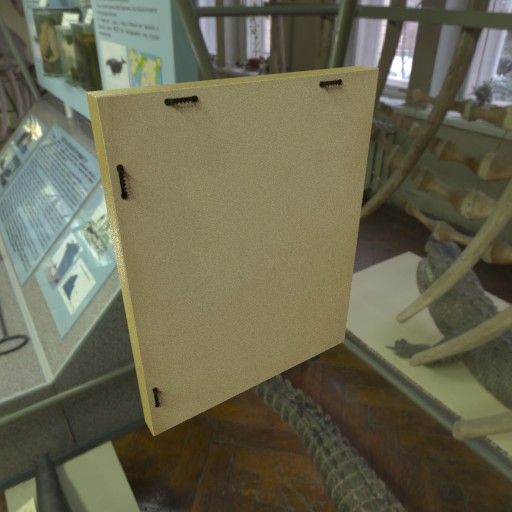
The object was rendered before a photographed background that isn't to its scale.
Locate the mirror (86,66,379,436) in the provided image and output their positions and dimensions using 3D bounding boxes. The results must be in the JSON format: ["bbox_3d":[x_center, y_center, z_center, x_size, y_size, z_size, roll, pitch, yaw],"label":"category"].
[{"bbox_3d":[0.000,0.000,0.676,0.405,0.508,0.041,-18,34,-29],"label":"mirror"}]
